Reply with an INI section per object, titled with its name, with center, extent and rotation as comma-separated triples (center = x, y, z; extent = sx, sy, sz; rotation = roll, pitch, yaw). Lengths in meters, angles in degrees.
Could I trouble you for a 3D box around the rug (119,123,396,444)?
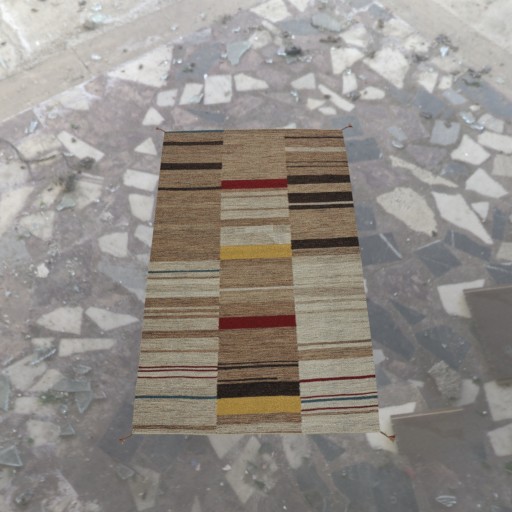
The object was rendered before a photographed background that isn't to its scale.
[rug]
center = 0.000, 0.000, 2.429
extent = 1.268, 0.007, 1.918
rotation = 0, 63, 0
